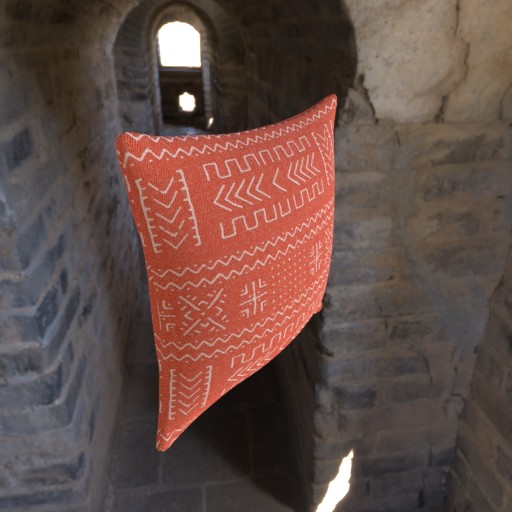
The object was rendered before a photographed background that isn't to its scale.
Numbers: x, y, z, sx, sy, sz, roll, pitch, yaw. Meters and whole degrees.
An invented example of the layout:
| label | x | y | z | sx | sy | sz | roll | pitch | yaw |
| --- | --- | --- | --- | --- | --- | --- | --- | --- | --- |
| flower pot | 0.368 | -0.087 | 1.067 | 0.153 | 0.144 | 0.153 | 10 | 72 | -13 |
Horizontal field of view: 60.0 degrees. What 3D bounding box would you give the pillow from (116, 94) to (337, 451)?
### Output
| label | x | y | z | sx | sy | sz | roll | pitch | yaw |
| --- | --- | --- | --- | --- | --- | --- | --- | --- | --- |
| pillow | 0.000 | 0.000 | 0.665 | 0.164 | 0.429 | 0.438 | 19 | 32 | 33 |
